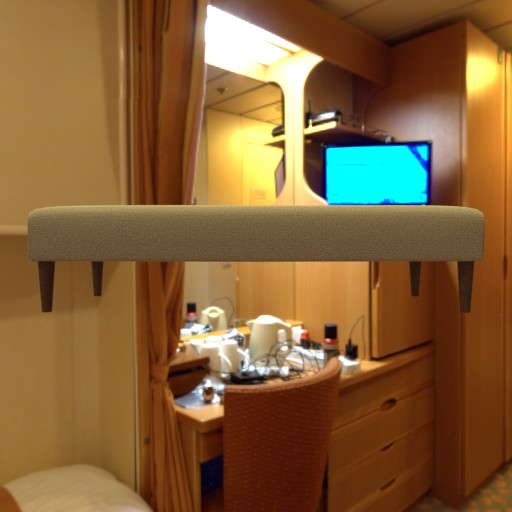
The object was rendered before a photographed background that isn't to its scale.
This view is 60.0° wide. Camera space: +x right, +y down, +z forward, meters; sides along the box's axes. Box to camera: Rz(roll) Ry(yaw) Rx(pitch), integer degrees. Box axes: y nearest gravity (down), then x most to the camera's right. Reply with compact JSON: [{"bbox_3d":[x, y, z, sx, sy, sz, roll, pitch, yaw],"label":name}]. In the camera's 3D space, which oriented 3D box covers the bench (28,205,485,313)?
[{"bbox_3d":[0.000,0.000,1.851,1.609,0.393,0.646,0,1,0],"label":"bench"}]
